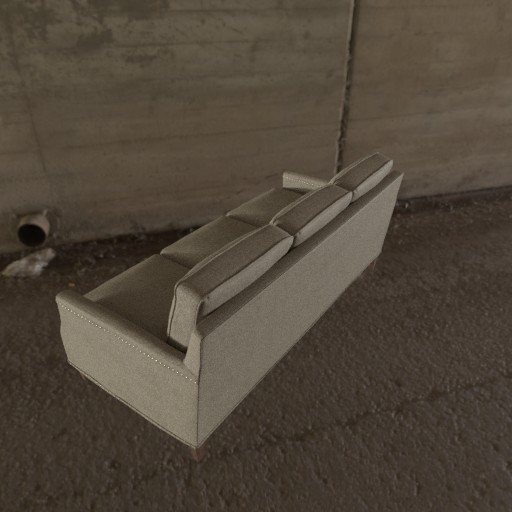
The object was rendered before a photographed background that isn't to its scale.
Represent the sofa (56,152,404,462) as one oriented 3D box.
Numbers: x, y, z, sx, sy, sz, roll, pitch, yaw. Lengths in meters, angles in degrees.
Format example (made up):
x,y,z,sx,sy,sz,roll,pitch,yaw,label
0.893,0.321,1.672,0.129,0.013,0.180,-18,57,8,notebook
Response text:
x,y,z,sx,sy,sz,roll,pitch,yaw,label
0.000,0.000,2.866,1.084,1.003,2.246,21,37,30,sofa
